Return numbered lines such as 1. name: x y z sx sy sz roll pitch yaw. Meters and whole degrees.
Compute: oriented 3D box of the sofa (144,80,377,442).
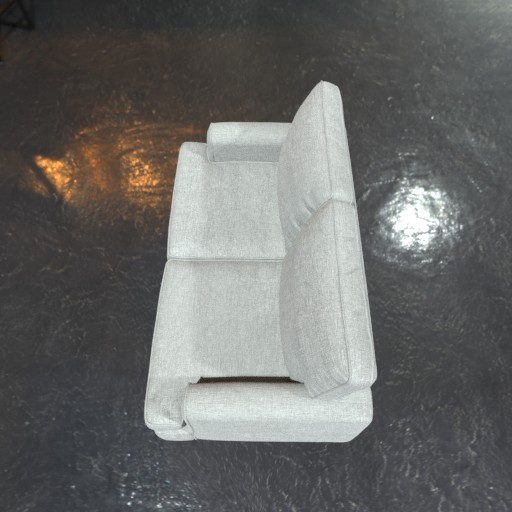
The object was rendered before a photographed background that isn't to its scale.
1. sofa: 0.000 0.000 2.224 0.965 0.965 1.651 1 59 0
